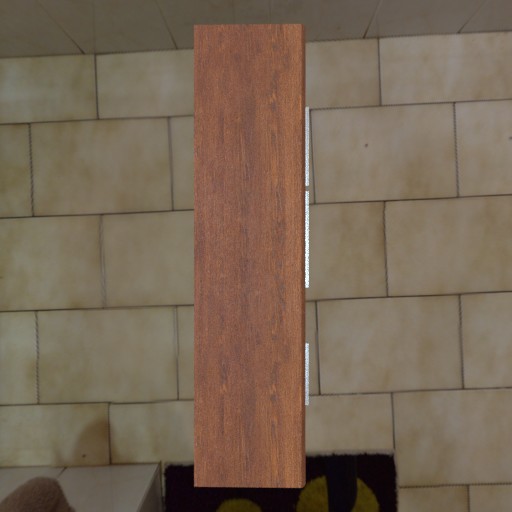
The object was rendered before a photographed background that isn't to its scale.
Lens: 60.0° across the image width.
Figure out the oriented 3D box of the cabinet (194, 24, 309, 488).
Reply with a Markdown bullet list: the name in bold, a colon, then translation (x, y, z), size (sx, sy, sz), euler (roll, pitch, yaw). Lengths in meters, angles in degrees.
- **cabinet**: translation (0.000, 0.000, 1.787), size (0.419, 0.510, 1.600), euler (0, 90, 1)
